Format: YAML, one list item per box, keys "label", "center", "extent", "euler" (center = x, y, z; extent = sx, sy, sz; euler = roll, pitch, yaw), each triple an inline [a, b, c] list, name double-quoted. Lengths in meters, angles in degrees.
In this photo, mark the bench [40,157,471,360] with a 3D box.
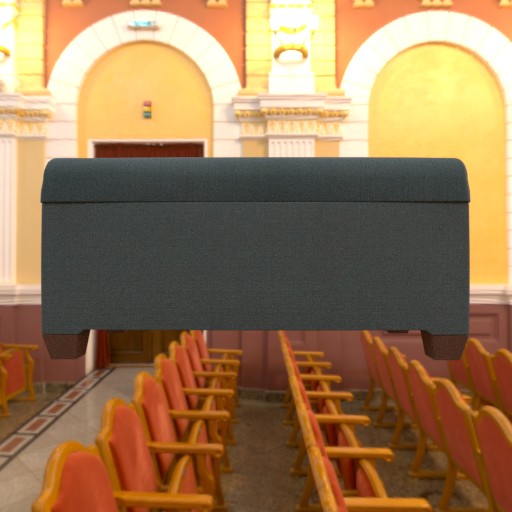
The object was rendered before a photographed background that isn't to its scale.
- label: "bench"
  center: [0.000, 0.000, 1.217]
  extent: [0.995, 0.474, 0.476]
  euler: [0, 0, 1]
